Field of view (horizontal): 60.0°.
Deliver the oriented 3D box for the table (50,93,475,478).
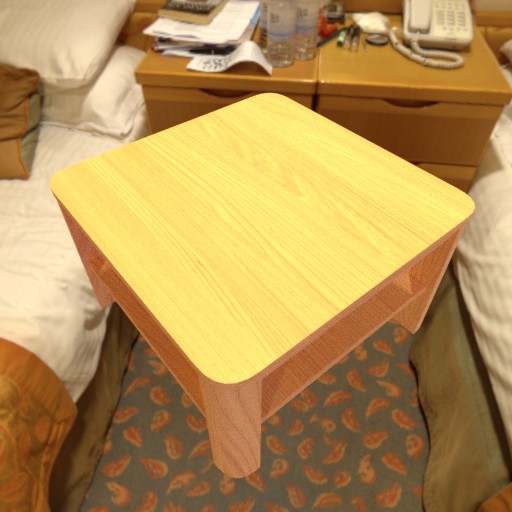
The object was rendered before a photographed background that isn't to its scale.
[{"bbox_3d":[0.000,0.000,1.213,0.750,0.450,0.750,-30,53,-26],"label":"table"}]
